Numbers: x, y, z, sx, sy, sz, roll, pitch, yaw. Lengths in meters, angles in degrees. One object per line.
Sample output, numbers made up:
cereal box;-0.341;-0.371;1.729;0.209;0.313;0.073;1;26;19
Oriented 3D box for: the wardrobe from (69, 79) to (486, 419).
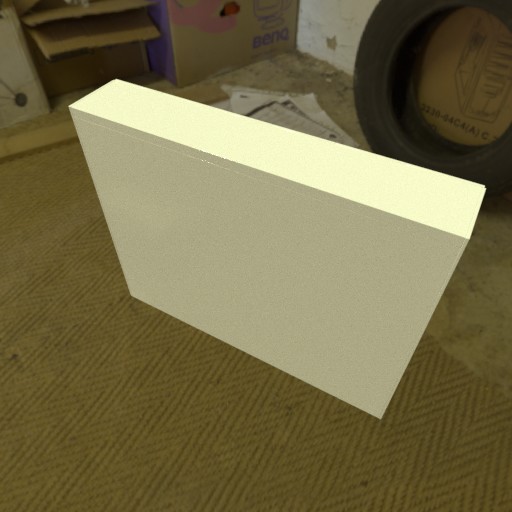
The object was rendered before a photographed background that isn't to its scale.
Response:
wardrobe;0.000;0.000;3.957;3.000;2.360;0.580;22;51;20
